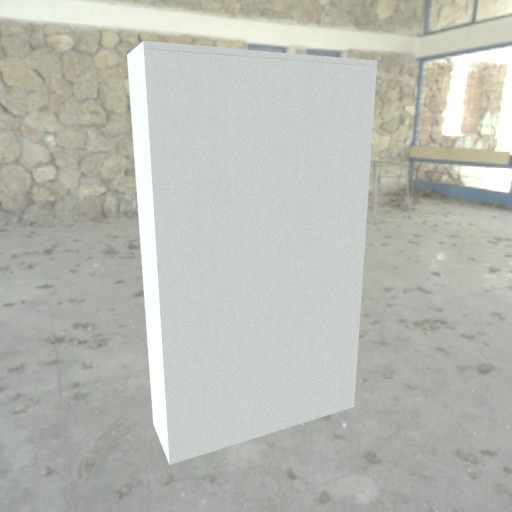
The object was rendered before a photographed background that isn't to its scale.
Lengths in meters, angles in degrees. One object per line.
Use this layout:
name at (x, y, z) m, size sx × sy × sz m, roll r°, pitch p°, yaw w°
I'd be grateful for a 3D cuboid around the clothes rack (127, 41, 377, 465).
clothes rack at (0.000, 0.000, 1.555) m, size 0.750 × 1.280 × 0.250 m, roll -7°, pitch 17°, yaw -24°
